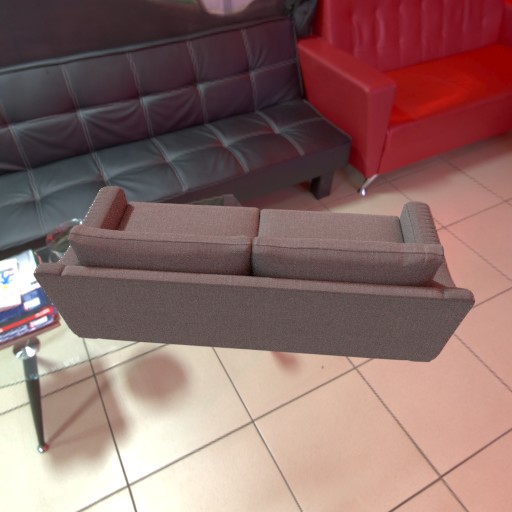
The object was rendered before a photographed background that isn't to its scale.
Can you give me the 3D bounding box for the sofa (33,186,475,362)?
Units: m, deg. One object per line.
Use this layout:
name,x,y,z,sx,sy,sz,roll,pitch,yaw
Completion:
sofa,0.000,0.000,2.733,2.208,0.857,1.000,3,46,3
